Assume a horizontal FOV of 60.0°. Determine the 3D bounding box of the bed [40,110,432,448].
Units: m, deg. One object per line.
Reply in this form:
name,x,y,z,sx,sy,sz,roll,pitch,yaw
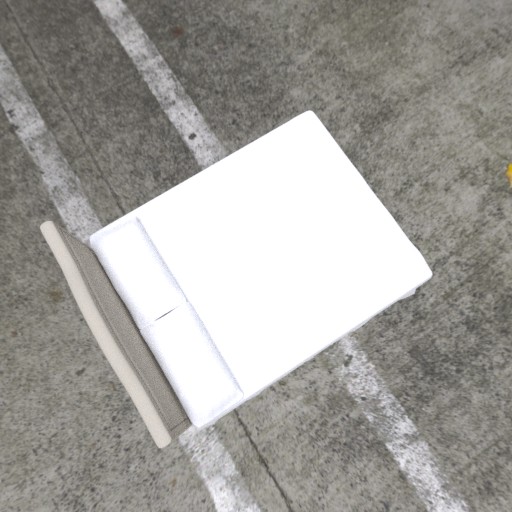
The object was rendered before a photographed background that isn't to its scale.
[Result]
bed,0.000,0.000,3.643,2.477,1.437,1.977,-32,78,-7
